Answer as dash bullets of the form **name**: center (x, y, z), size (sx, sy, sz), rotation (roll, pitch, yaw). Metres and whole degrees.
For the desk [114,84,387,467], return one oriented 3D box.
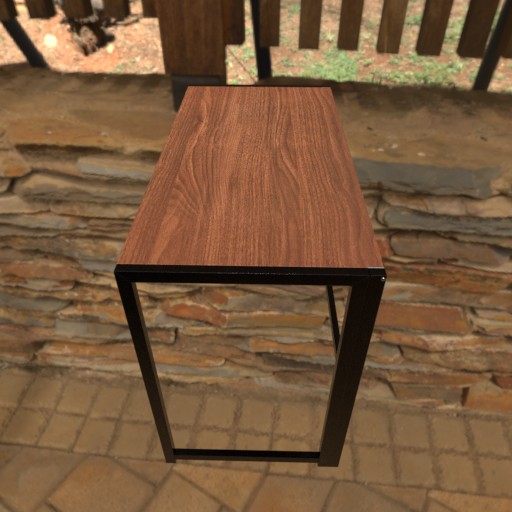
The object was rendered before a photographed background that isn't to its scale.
- **desk**: center (0.000, 0.000, 1.451), size (0.508, 0.762, 1.016), rotation (1, 40, 1)
